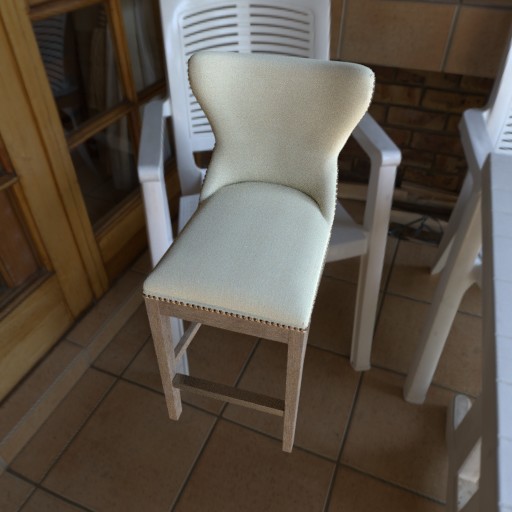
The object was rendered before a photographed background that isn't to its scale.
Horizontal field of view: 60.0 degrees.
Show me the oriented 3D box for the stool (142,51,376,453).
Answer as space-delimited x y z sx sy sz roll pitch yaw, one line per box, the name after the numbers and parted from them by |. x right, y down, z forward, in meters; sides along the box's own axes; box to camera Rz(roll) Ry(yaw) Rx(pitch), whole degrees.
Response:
0.000 0.000 1.293 0.498 0.981 0.608 11 41 12 | stool
